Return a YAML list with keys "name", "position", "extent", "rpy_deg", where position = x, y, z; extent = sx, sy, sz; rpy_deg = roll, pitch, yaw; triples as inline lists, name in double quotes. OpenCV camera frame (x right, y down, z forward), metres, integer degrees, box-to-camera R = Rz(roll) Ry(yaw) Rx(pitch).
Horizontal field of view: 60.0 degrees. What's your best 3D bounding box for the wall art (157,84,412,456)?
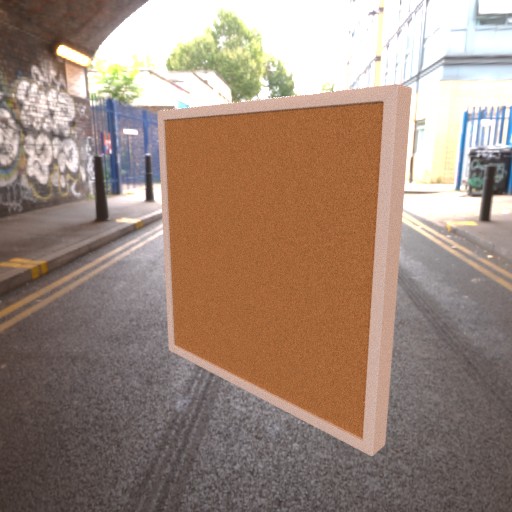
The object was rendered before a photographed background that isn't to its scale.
- name: "wall art"
  position: [0.000, 0.000, 0.768]
  extent: [0.508, 0.508, 0.038]
  rpy_deg: [13, 18, 43]
